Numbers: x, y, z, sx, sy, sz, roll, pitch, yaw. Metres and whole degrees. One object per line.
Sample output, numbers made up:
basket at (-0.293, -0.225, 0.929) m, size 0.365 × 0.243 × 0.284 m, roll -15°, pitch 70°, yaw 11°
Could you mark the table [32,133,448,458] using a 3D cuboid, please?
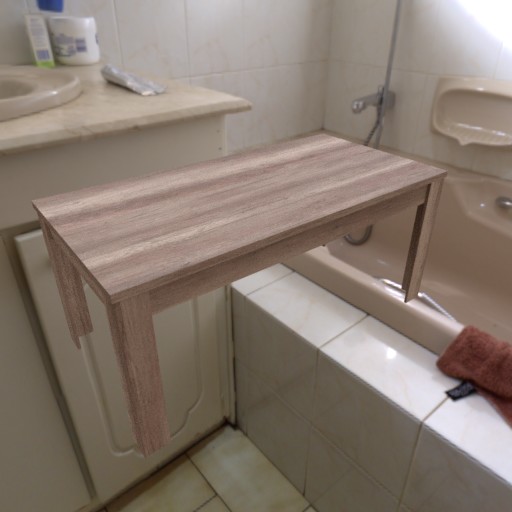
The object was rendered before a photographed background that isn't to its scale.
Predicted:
table at (0.000, 0.000, 2.313) m, size 1.800 × 0.790 × 0.900 m, roll -21°, pitch 37°, yaw -32°
